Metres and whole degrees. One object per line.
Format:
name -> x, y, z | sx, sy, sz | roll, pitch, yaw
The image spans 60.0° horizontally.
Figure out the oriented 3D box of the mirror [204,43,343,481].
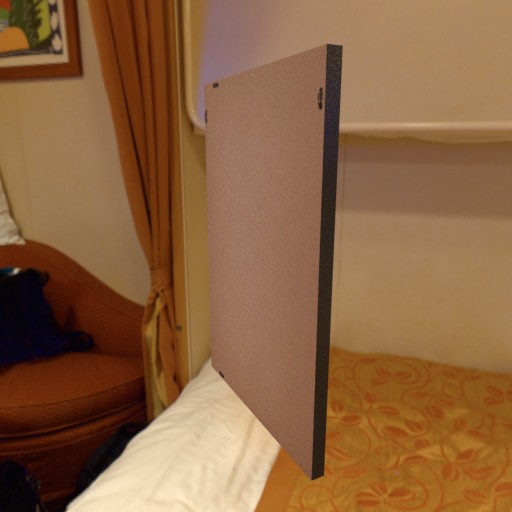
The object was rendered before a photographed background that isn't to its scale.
mirror -> 0.000, 0.000, 1.165 | 0.040, 0.915, 0.609 | -7, 16, -26
